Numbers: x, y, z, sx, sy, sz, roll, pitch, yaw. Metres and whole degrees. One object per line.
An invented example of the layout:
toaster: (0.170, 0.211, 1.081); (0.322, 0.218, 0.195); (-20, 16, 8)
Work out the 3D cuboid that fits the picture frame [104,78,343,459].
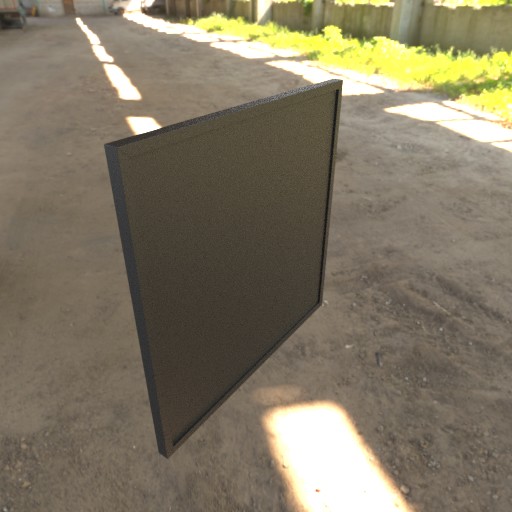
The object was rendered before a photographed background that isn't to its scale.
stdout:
picture frame: (0.000, 0.000, 1.162); (0.032, 0.775, 0.775); (21, 36, 31)
